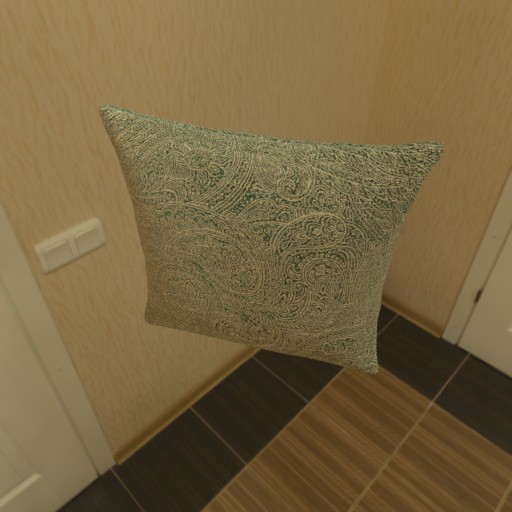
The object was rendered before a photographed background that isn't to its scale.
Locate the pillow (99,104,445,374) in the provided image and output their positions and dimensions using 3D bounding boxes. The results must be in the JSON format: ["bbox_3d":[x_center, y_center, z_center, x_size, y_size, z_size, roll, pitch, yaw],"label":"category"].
[{"bbox_3d":[0.000,0.000,0.809,0.526,0.507,0.166,10,41,12],"label":"pillow"}]
